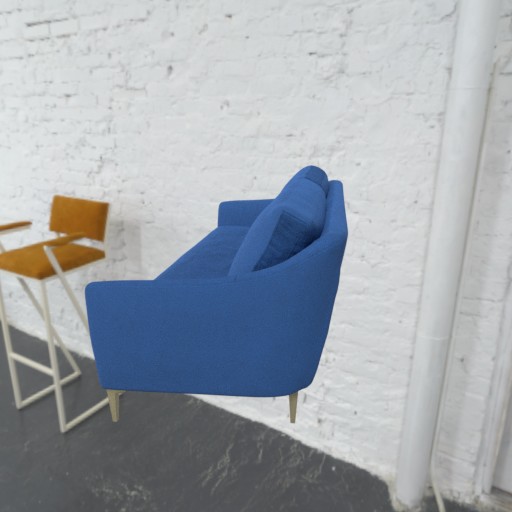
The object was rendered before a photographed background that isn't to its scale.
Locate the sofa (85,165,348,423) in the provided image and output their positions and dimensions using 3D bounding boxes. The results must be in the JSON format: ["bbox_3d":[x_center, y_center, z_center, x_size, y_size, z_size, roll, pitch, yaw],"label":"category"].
[{"bbox_3d":[0.000,0.000,2.534,0.960,0.903,2.036,3,16,9],"label":"sofa"}]
